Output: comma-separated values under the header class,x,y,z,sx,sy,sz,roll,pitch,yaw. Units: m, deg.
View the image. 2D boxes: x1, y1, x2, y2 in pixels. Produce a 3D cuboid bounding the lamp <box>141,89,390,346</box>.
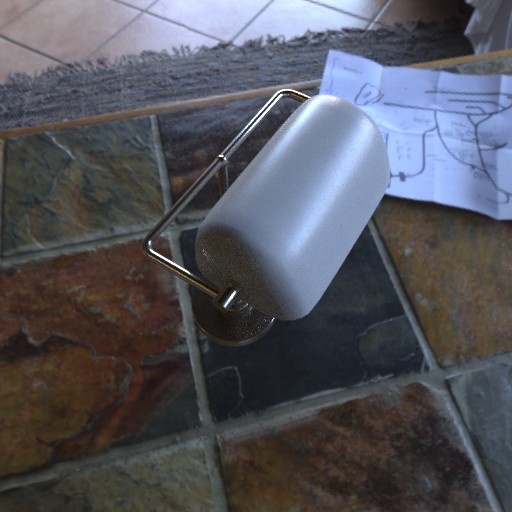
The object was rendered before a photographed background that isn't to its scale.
class,x,y,z,sx,sy,sz,roll,pitch,yaw
lamp,0.000,0.000,0.568,0.227,0.404,0.269,28,63,16
